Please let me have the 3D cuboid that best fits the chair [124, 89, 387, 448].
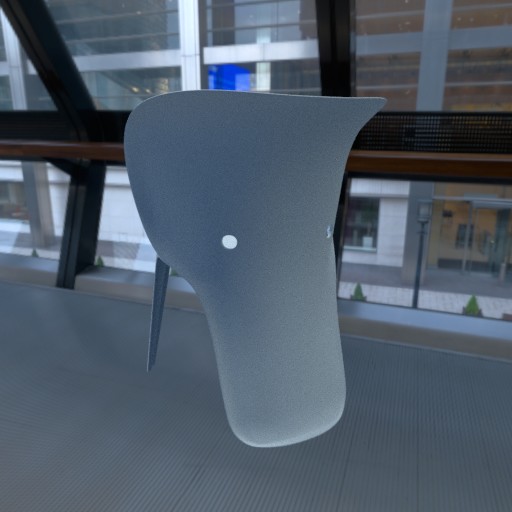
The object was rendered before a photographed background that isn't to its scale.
[{"bbox_3d":[0.000,0.000,0.840,0.451,0.554,0.402,-7,17,-25],"label":"chair"}]
